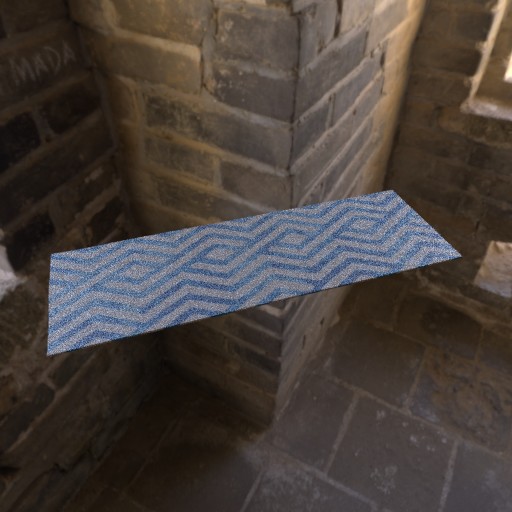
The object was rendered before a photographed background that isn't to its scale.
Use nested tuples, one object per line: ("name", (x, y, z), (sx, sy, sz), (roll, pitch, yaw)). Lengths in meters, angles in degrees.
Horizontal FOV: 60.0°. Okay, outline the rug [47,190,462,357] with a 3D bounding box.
("rug", (0.000, 0.000, 1.693), (1.492, 0.007, 0.503), (-12, 42, -14))
